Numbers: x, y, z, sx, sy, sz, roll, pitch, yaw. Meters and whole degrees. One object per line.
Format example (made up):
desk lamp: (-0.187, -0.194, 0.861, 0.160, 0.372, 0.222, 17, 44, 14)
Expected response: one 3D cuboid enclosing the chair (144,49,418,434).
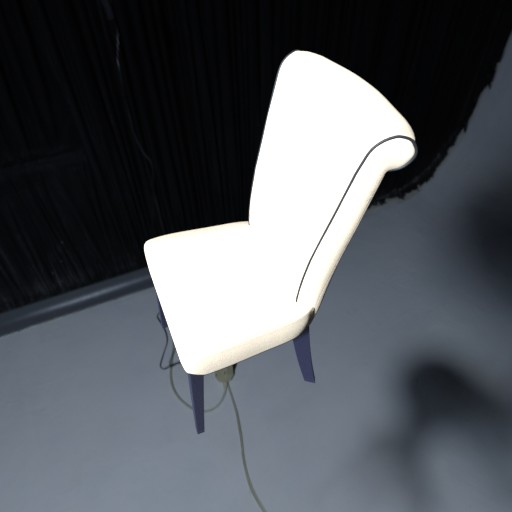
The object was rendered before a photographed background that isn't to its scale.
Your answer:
chair: (0.000, 0.000, 1.357, 0.623, 0.997, 0.522, -17, 48, -16)
